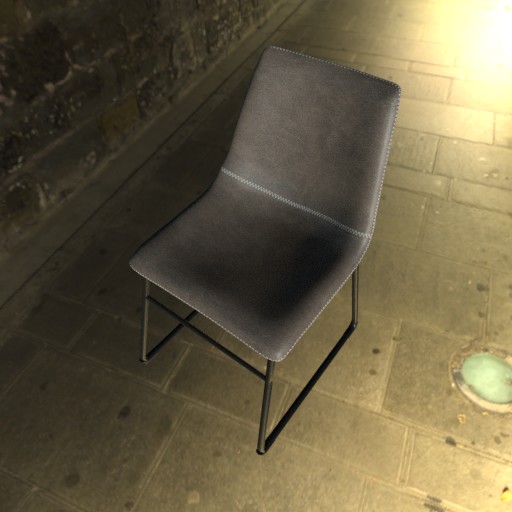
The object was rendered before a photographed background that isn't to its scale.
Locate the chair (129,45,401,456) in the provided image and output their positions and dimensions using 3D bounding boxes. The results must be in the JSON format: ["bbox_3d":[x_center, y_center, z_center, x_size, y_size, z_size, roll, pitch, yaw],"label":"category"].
[{"bbox_3d":[0.000,0.000,1.096,0.460,0.780,0.550,29,53,24],"label":"chair"}]
